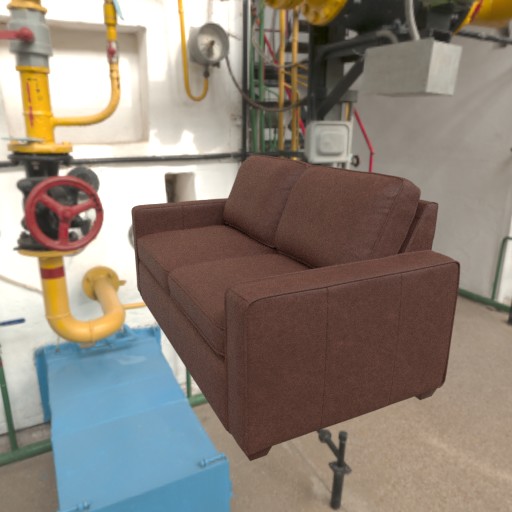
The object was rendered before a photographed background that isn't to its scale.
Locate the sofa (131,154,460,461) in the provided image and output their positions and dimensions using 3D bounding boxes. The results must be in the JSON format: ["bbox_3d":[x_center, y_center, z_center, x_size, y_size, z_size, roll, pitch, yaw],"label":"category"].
[{"bbox_3d":[0.000,0.000,2.253,0.947,0.918,1.709,-8,19,-25],"label":"sofa"}]
